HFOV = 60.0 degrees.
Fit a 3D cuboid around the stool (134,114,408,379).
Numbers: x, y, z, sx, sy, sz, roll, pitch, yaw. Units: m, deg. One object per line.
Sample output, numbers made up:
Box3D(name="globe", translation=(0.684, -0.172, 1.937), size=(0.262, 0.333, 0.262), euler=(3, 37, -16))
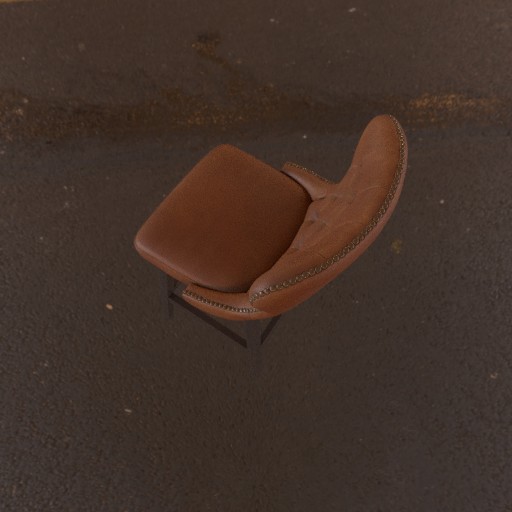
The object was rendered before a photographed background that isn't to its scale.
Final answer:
Box3D(name="stool", translation=(0.000, 0.000, 1.316), size=(0.593, 0.971, 0.528), euler=(30, 67, 15))
